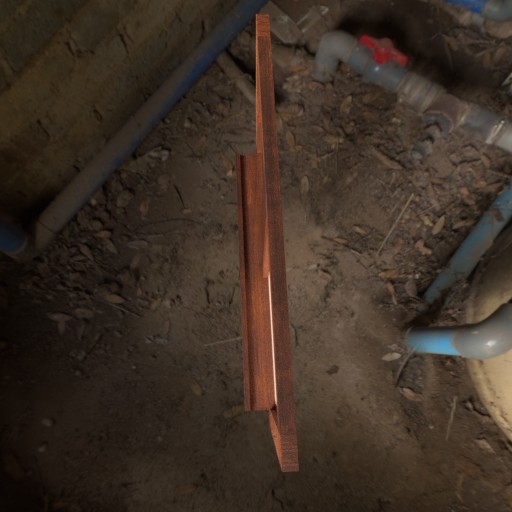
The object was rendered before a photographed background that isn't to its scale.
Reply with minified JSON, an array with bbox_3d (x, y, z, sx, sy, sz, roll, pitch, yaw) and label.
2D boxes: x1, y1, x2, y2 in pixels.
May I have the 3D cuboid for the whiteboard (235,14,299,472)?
[{"bbox_3d":[0.000,0.000,0.980,0.083,0.553,0.768,-3,75,-1],"label":"whiteboard"}]
